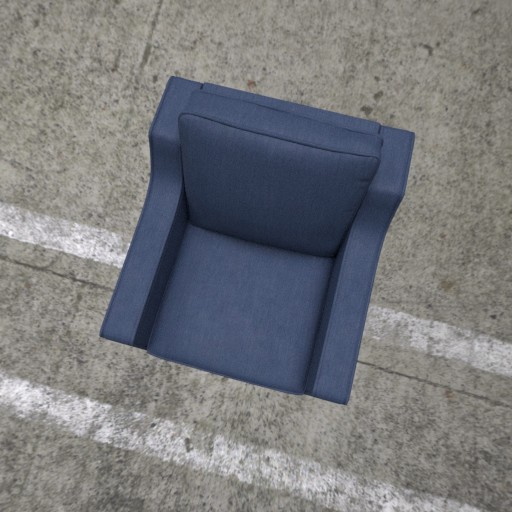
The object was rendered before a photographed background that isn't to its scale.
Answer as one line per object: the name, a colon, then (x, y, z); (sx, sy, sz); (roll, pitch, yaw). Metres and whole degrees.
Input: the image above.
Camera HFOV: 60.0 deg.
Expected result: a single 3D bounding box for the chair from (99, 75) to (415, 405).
chair: (0.000, 0.000, 1.674); (0.831, 0.960, 0.909); (15, 76, 4)
